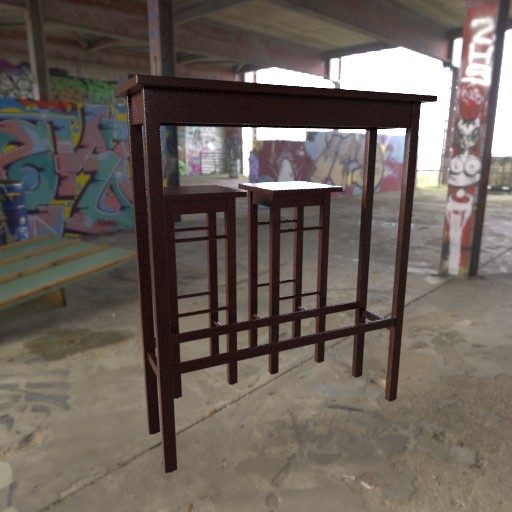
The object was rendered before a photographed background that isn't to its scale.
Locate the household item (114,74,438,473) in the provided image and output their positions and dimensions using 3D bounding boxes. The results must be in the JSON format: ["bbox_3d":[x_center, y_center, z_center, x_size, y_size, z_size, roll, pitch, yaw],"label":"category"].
[{"bbox_3d":[0.000,0.000,1.587,0.914,1.067,0.676,-7,15,-25],"label":"household item"}]
